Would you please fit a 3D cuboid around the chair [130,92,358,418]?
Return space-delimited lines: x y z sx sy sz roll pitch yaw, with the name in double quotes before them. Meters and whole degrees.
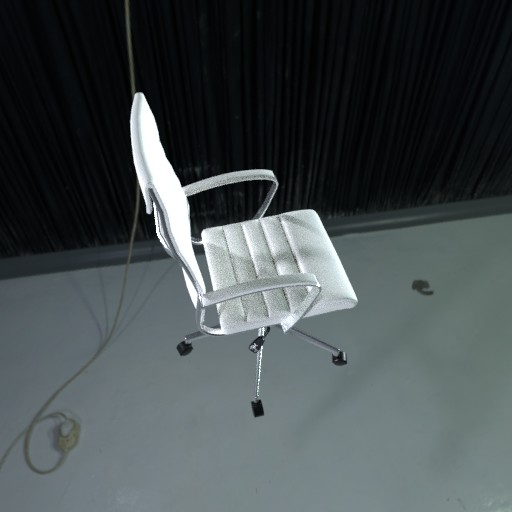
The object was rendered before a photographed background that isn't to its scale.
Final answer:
"chair" 0.000 0.000 1.650 0.739 1.149 0.766 -10 50 -9
